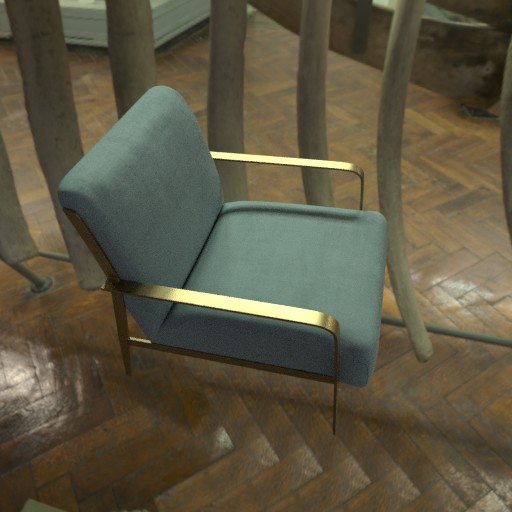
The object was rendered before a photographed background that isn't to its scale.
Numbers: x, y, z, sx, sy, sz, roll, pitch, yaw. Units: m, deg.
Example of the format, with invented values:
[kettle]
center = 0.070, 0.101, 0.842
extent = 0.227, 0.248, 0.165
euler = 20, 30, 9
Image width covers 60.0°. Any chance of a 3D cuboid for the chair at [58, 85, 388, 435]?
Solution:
[chair]
center = 0.000, 0.000, 1.456
extent = 0.842, 0.824, 0.701
euler = 11, 46, 10
